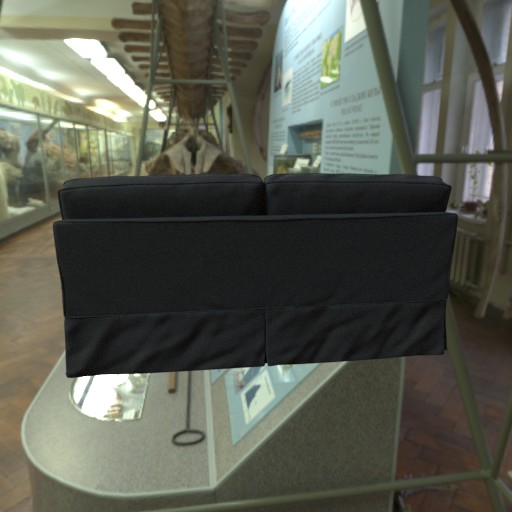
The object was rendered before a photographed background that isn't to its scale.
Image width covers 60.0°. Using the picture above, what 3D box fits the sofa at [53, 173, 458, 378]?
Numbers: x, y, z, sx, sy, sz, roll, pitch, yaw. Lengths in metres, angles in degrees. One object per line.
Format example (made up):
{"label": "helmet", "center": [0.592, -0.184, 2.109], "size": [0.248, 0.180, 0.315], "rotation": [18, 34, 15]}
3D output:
{"label": "sofa", "center": [0.000, 0.000, 2.900], "size": [2.256, 1.094, 0.983], "rotation": [-2, 13, -7]}
